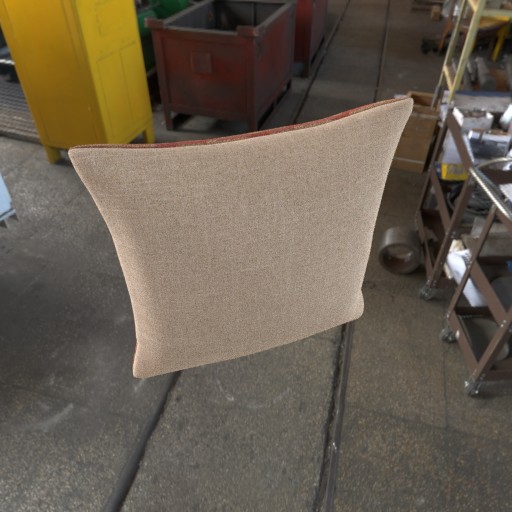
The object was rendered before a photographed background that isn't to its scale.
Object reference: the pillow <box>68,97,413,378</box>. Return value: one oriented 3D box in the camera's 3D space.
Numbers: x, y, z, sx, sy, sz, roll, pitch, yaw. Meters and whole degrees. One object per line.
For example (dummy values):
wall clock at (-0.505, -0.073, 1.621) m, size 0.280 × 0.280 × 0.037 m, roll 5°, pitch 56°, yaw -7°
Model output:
pillow at (0.000, 0.000, 0.780) m, size 0.511 × 0.503 × 0.182 m, roll -13°, pitch 43°, yaw -14°
